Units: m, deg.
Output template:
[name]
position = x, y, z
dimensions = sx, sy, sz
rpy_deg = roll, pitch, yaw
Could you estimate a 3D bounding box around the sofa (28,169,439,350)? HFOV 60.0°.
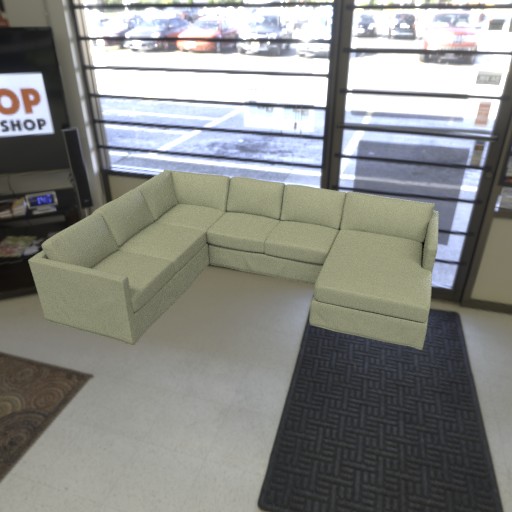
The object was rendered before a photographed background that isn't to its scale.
[sofa]
position = 0.000, 0.000, 4.529
dimensions = 3.460, 0.882, 2.427
rpy_deg = 10, 31, 18
